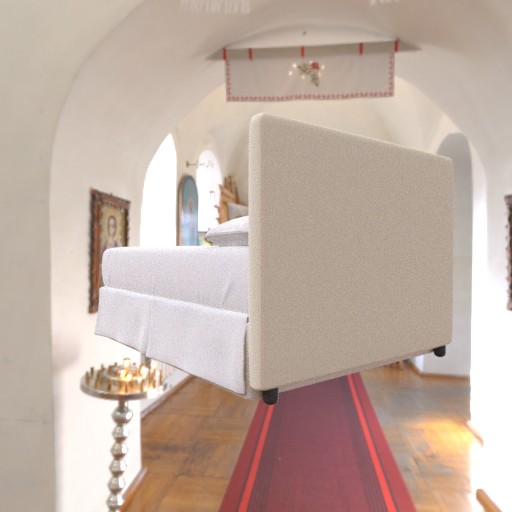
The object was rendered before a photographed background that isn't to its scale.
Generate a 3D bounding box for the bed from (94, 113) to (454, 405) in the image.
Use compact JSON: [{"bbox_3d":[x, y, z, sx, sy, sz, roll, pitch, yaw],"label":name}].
[{"bbox_3d":[0.000,0.000,3.259,1.714,1.330,2.147,-1,1,-38],"label":"bed"}]
